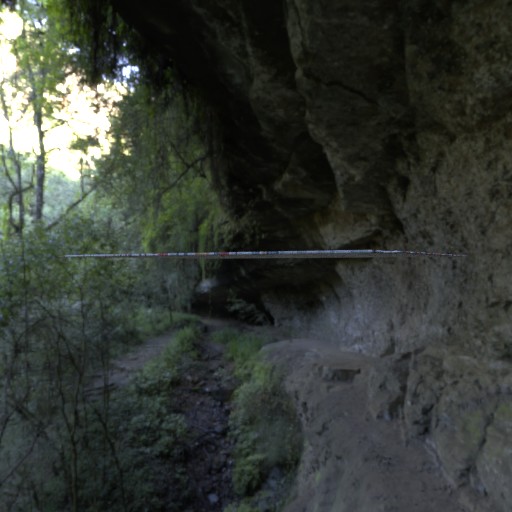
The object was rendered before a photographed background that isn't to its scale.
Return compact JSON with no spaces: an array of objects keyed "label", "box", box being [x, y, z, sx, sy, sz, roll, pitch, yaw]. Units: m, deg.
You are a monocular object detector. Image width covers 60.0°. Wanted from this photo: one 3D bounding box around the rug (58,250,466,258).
[{"label":"rug","box":[0.000,0.000,2.513,1.997,0.010,1.218,-1,-1,35]}]
